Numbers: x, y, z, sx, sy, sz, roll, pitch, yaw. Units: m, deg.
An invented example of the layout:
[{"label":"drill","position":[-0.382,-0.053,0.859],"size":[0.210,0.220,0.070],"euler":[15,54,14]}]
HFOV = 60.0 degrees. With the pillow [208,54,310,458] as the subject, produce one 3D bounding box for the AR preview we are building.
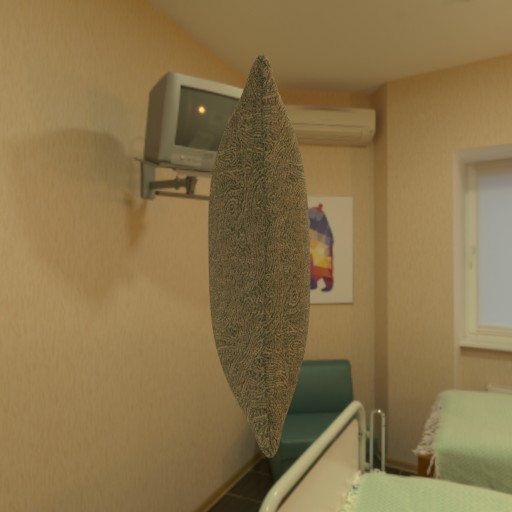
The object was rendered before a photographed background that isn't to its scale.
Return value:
[{"label":"pillow","position":[0.000,0.000,0.811],"size":[0.166,0.507,0.526],"euler":[0,0,-3]}]
